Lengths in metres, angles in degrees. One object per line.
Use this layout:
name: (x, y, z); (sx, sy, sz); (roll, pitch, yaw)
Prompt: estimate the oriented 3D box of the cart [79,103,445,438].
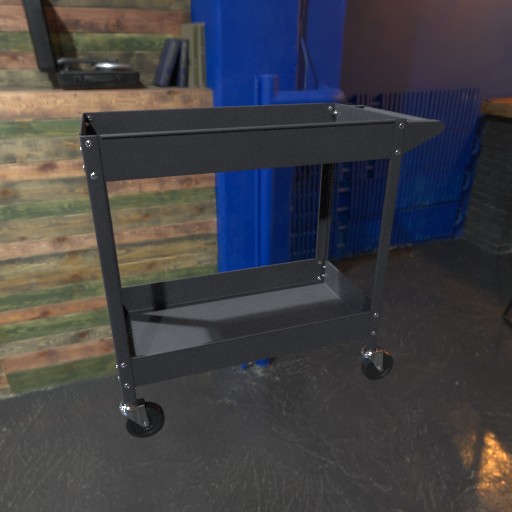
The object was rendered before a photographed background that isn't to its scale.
cart: (0.000, 0.000, 1.170); (0.779, 0.719, 0.366); (-8, 26, -17)
